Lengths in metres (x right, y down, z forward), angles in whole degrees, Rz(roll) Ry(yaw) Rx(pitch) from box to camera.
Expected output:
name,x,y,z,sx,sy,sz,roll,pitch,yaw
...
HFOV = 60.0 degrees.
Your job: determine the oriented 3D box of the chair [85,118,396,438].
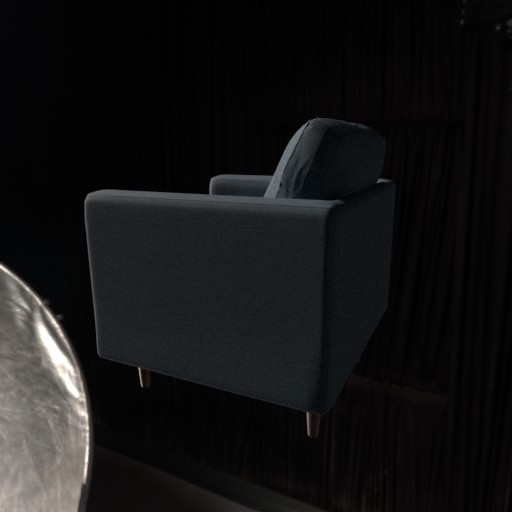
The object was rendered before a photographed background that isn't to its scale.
name,x,y,z,sx,sy,sz,roll,pitch,yaw
chair,0.000,0.000,1.587,0.820,0.922,0.855,7,16,25
